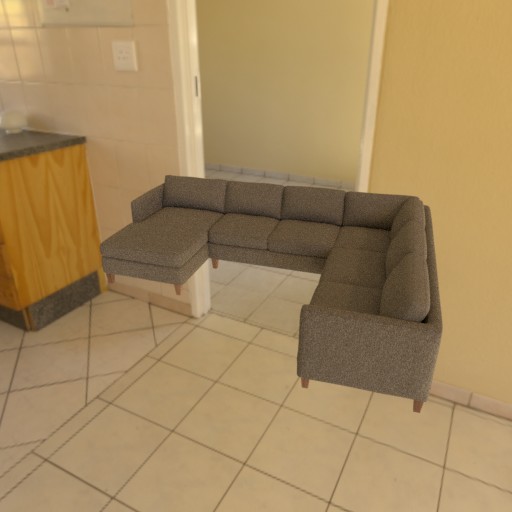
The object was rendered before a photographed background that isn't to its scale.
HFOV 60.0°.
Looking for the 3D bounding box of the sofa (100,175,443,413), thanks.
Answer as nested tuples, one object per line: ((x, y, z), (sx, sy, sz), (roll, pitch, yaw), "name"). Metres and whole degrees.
((0.000, 0.000, 4.346), (3.238, 0.853, 2.551), (8, 27, 16), "sofa")
